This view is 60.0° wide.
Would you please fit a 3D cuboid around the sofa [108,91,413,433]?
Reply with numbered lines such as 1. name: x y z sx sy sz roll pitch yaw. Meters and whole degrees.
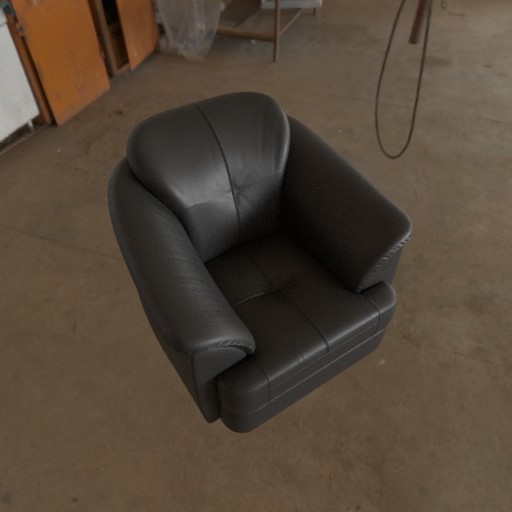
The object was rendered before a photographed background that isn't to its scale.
1. sofa: 0.000 0.000 1.522 0.870 0.811 0.794 -25 50 -23
